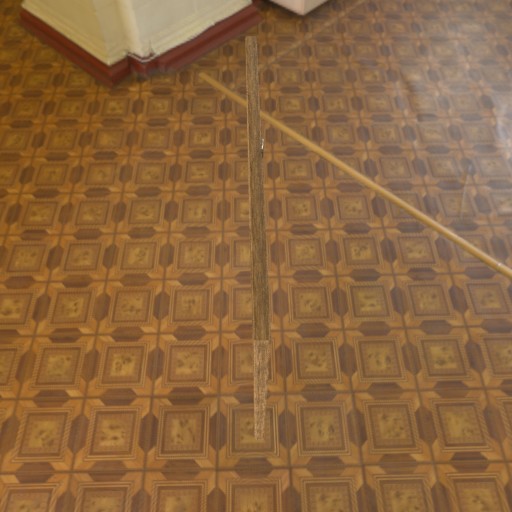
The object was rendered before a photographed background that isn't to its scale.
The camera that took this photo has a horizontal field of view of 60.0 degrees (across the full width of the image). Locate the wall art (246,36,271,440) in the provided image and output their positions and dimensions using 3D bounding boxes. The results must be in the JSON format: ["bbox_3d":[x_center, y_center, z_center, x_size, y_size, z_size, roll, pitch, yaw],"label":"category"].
[{"bbox_3d":[0.000,0.000,0.851,0.021,0.576,0.561,-1,58,-1],"label":"wall art"}]
